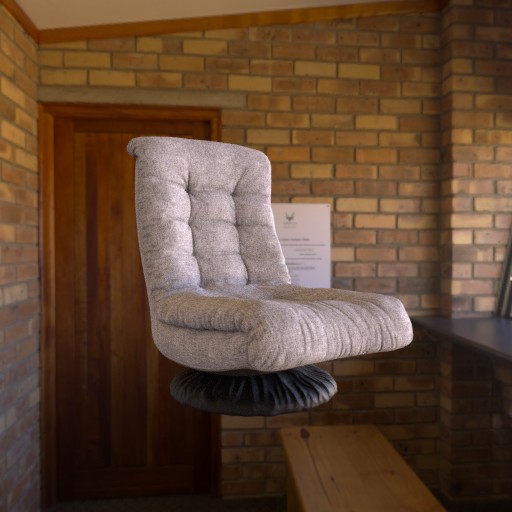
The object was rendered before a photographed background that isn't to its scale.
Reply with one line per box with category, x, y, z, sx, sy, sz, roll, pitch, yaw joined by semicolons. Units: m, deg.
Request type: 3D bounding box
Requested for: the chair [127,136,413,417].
chair;0.000;0.000;0.993;0.400;0.600;0.583;-1;1;-37
